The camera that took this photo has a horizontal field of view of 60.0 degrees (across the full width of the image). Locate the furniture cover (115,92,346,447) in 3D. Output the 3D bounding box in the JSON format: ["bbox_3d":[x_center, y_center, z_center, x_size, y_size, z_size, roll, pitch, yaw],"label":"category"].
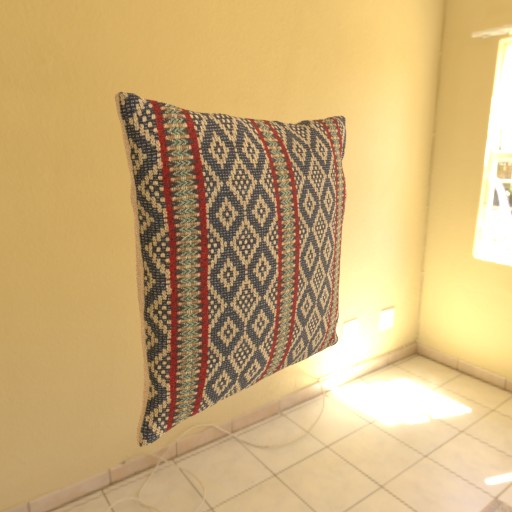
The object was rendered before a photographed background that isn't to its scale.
[{"bbox_3d":[0.000,0.000,0.668,0.139,0.431,0.431,13,18,43],"label":"furniture cover"}]
